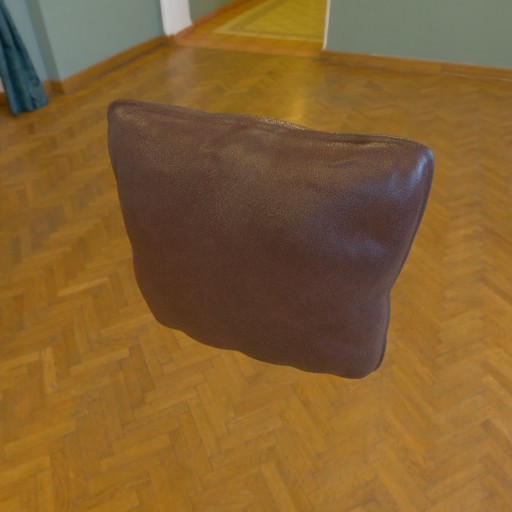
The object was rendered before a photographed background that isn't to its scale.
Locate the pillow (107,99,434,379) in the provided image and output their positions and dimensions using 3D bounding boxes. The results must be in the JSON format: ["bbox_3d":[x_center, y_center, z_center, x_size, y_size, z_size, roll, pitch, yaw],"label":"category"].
[{"bbox_3d":[0.000,0.000,0.816,0.532,0.523,0.236,13,42,15],"label":"pillow"}]
